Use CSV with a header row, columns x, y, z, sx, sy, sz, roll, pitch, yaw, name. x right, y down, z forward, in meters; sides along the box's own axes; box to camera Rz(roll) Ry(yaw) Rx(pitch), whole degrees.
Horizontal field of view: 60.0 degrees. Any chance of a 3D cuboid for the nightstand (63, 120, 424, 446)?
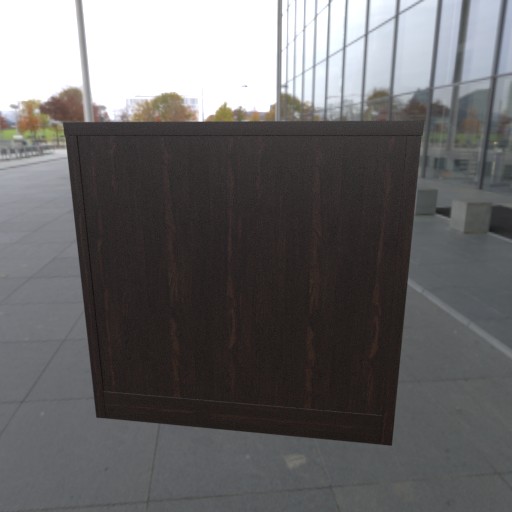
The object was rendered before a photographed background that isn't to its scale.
x,y,z,sx,sy,sz,roll,pitch,yaw,name
0.000,0.000,0.857,0.489,0.487,0.427,2,16,8,nightstand
